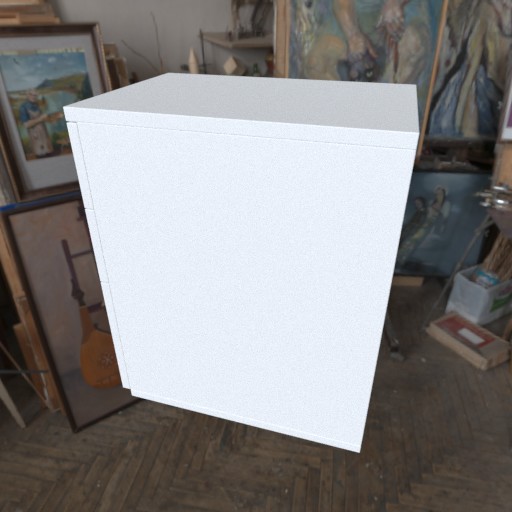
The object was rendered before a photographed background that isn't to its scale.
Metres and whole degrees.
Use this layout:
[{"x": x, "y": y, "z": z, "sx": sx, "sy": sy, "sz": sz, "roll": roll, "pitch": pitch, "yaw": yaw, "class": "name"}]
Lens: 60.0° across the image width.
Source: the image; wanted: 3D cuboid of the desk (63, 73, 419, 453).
[{"x": 0.000, "y": 0.000, "z": 1.047, "sx": 0.600, "sy": 0.730, "sz": 0.404, "roll": 9, "pitch": 32, "yaw": 14, "class": "desk"}]
